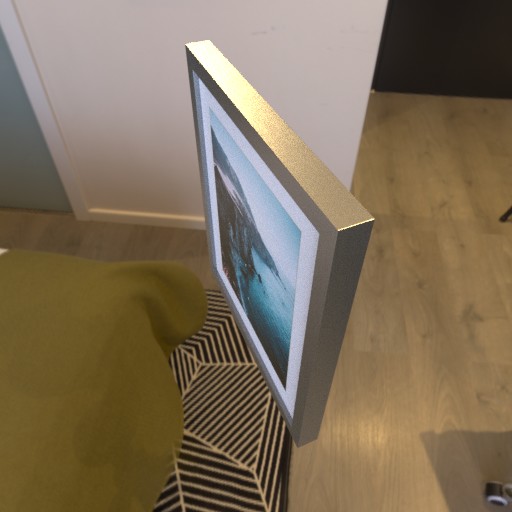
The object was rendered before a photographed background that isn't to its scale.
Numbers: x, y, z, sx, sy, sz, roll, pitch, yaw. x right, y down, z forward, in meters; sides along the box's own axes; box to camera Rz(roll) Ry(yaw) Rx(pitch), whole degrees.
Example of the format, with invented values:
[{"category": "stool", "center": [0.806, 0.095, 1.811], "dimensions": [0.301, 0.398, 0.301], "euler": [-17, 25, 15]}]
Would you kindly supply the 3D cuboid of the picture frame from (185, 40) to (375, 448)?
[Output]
[{"category": "picture frame", "center": [0.000, 0.000, 1.355], "dimensions": [0.073, 0.968, 0.839], "euler": [-18, 49, -16]}]
